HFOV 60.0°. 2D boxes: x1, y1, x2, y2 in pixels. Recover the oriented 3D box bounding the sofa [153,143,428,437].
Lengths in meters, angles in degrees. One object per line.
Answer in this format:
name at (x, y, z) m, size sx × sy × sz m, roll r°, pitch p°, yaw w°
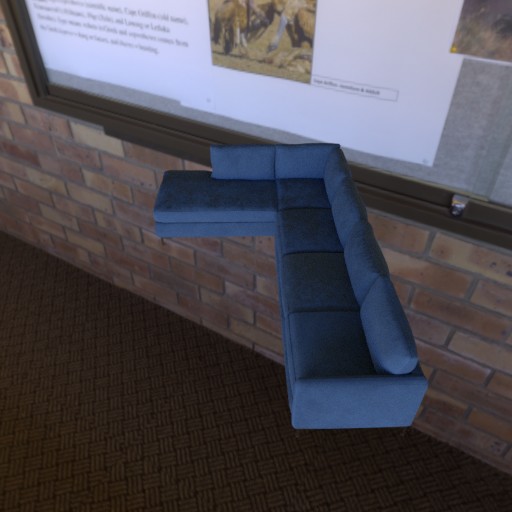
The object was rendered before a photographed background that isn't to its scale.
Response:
sofa at (0.000, 0.000, 3.850) m, size 2.007 × 0.815 × 2.949 m, roll -1°, pitch 41°, yaw -1°
